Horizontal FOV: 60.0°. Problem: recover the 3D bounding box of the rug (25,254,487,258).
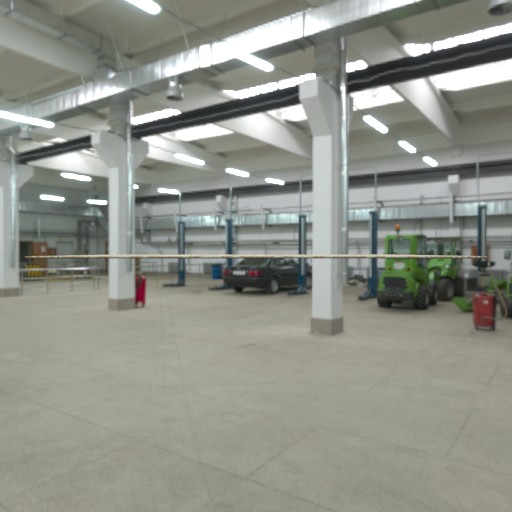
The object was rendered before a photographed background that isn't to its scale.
[{"bbox_3d":[0.000,0.000,3.088,2.435,0.011,1.526,0,1,0],"label":"rug"}]
